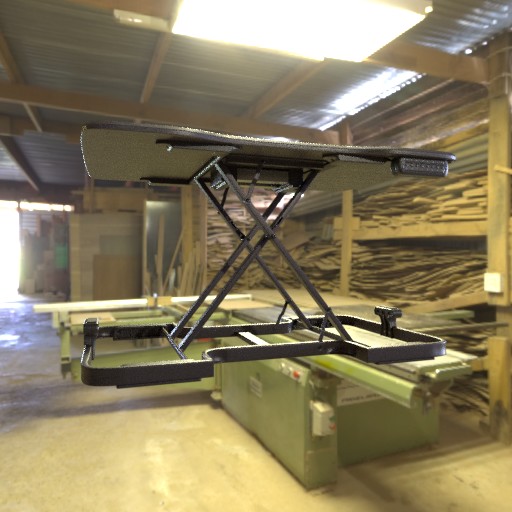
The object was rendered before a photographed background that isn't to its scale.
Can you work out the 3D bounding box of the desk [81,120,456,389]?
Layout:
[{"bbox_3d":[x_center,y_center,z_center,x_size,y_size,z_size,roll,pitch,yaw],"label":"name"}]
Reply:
[{"bbox_3d":[0.000,0.000,1.131,0.820,0.470,0.546,0,0,-19],"label":"desk"}]
